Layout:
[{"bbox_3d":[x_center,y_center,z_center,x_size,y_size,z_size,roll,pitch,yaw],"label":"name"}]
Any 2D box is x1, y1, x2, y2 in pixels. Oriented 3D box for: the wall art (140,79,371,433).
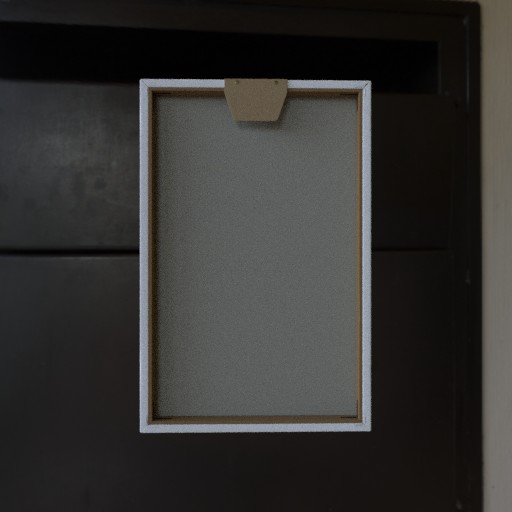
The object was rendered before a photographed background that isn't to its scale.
[{"bbox_3d":[0.000,0.000,1.169,0.602,0.916,0.048,0,0,-1],"label":"wall art"}]
